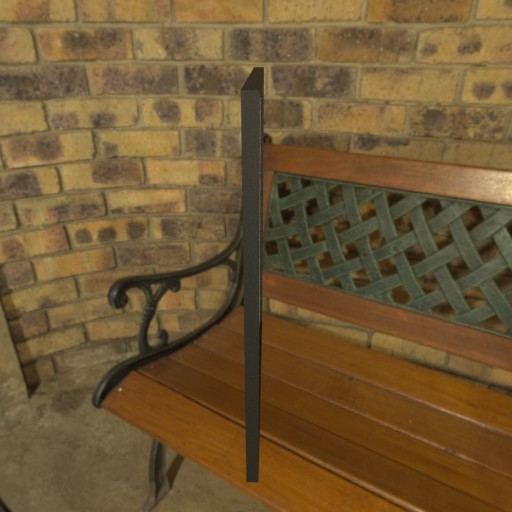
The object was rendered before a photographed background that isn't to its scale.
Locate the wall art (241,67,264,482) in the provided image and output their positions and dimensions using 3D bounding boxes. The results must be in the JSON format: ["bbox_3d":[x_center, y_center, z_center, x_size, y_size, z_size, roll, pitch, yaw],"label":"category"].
[{"bbox_3d":[0.000,0.000,1.412,0.036,1.070,0.802,1,26,1],"label":"wall art"}]
